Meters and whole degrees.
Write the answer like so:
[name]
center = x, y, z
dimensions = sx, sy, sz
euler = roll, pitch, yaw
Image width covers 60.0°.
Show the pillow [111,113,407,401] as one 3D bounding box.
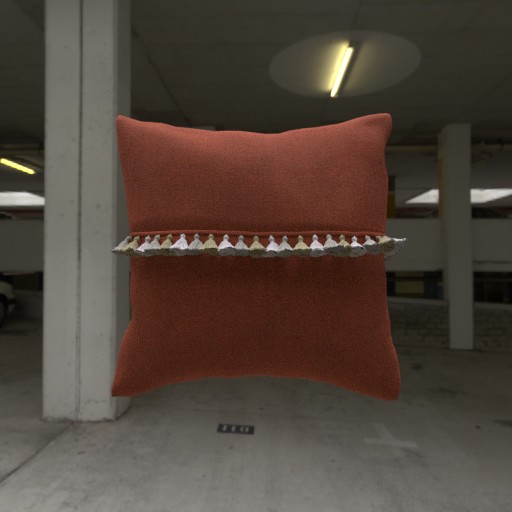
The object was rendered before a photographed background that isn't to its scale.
[pillow]
center = 0.000, 0.000, 0.733
dimensions = 0.490, 0.482, 0.165
euler = 0, -1, 2
